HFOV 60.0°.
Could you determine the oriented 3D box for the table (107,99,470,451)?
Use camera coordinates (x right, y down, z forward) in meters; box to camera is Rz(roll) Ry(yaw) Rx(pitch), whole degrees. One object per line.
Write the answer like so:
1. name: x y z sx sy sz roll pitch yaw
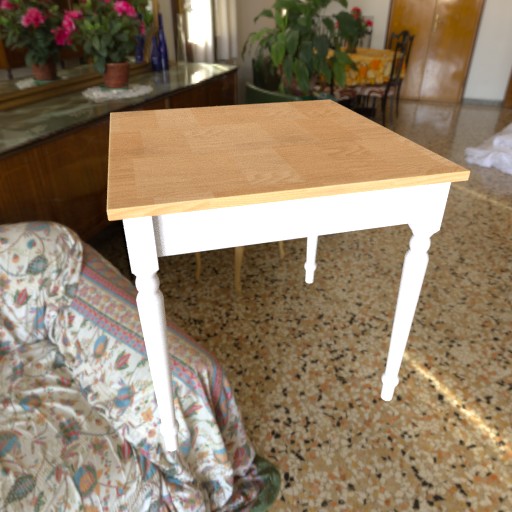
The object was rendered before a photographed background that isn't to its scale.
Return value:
1. table: 0.000 0.000 1.360 0.747 0.738 0.747 -8 32 -13
